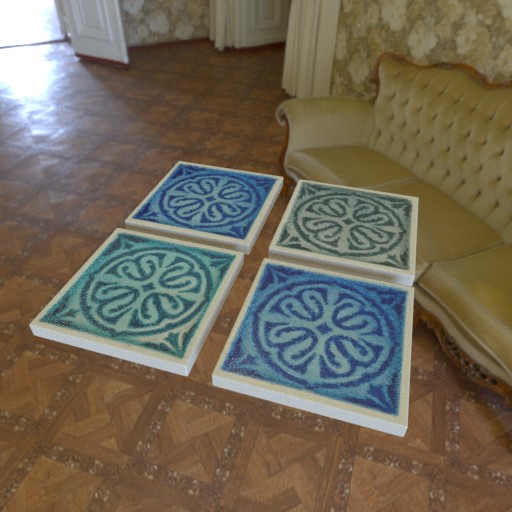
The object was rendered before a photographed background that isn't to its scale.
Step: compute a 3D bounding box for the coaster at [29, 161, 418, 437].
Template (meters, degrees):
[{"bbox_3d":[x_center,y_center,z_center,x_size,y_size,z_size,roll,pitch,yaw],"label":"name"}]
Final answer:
[{"bbox_3d":[0.000,0.000,0.320,0.219,0.010,0.214,11,41,13],"label":"coaster"}]
